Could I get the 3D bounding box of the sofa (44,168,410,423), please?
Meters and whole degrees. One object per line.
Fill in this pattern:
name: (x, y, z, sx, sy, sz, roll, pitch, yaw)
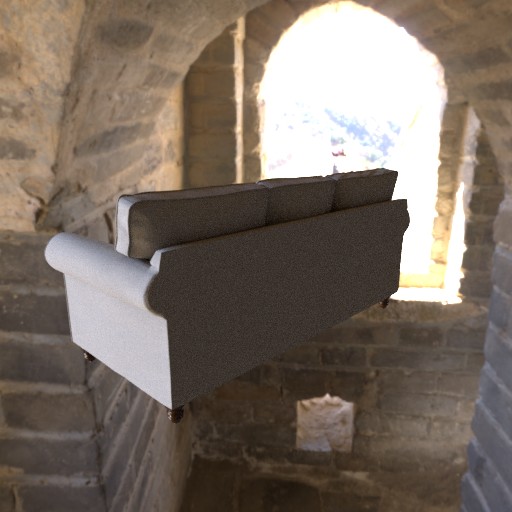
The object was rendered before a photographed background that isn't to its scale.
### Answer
sofa: (0.000, 0.000, 2.604, 0.916, 0.961, 2.084, 14, 21, 42)
